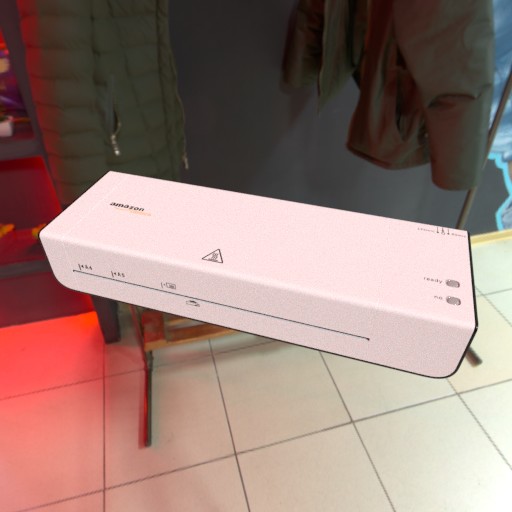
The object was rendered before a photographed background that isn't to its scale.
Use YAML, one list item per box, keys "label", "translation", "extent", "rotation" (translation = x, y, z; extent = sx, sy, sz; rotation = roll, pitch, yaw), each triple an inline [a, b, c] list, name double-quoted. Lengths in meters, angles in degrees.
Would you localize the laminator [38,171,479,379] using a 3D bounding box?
- label: "laminator"
  translation: [0.000, 0.000, 0.389]
  extent: [0.340, 0.062, 0.123]
  rotation: [11, 41, 13]
